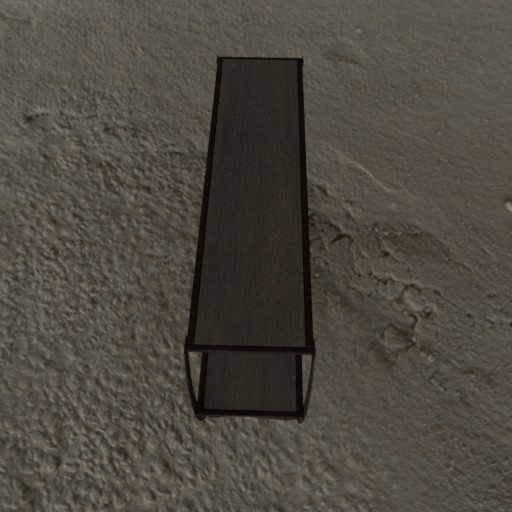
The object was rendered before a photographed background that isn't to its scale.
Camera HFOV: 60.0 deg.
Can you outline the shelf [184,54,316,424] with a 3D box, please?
[{"bbox_3d":[0.000,0.000,1.902,0.344,1.063,1.403,1,60,1],"label":"shelf"}]
